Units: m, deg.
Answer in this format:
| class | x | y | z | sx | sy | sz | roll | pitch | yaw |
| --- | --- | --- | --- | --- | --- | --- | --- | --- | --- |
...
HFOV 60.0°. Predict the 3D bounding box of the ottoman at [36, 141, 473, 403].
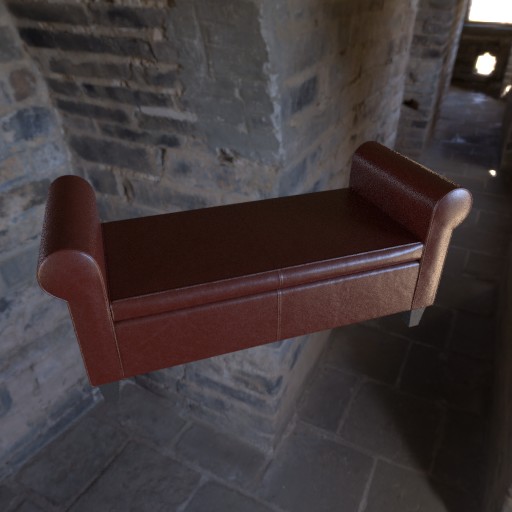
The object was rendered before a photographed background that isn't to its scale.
| class | x | y | z | sx | sy | sz | roll | pitch | yaw |
| --- | --- | --- | --- | --- | --- | --- | --- | --- | --- |
| ottoman | 0.000 | 0.000 | 1.519 | 1.256 | 0.547 | 0.521 | -10 | 33 | -16 |
